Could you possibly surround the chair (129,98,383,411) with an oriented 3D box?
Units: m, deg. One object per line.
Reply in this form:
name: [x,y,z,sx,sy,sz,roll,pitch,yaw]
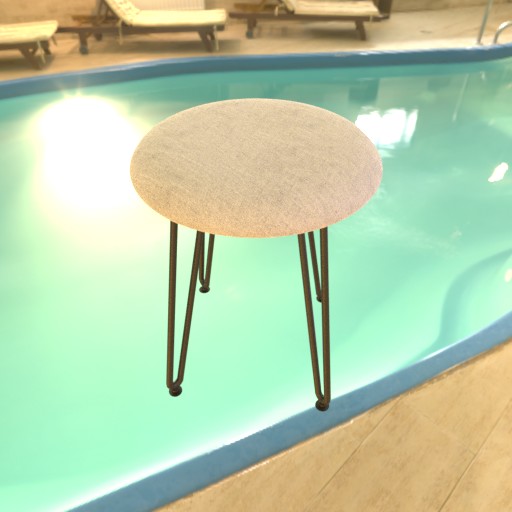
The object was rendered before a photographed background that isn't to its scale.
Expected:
chair: [0.000,0.000,0.655,0.350,0.386,0.350,-27,47,-29]
